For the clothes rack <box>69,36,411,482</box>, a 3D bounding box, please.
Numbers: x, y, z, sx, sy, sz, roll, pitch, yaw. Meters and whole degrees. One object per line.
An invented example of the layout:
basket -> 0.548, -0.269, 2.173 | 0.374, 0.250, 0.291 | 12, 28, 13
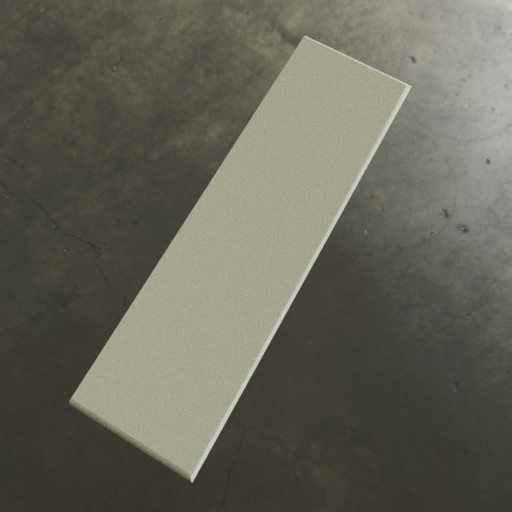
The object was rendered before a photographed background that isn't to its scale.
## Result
clothes rack -> 0.000, 0.000, 1.335 | 0.324, 0.531, 1.120 | 29, 78, 7
